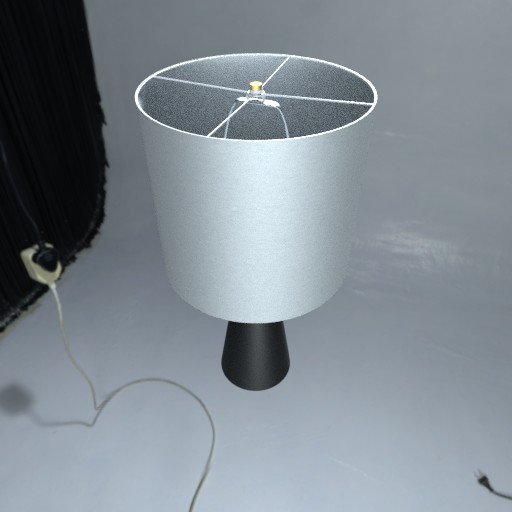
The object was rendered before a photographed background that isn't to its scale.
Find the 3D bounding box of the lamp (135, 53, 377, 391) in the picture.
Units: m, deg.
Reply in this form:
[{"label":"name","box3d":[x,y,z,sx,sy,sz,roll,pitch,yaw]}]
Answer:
[{"label":"lamp","box3d":[0.000,0.000,0.758,0.308,0.580,0.308,13,42,15]}]
